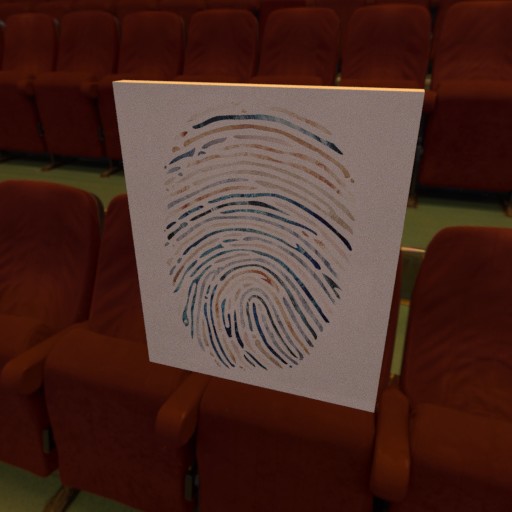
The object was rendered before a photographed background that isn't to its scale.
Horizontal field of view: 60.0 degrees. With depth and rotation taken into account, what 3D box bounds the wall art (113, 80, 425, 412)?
[{"bbox_3d":[0.000,0.000,0.839,0.508,0.606,0.037,8,27,16],"label":"wall art"}]
